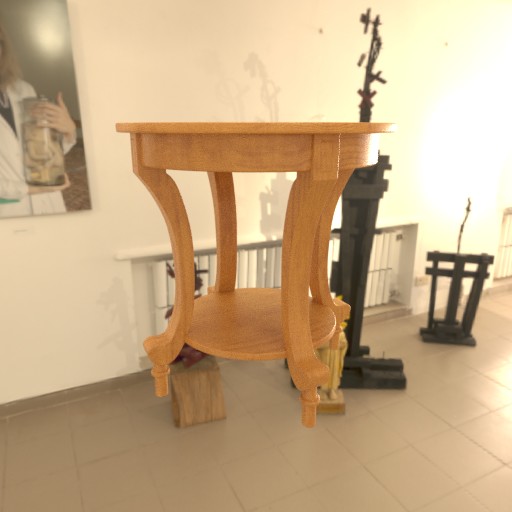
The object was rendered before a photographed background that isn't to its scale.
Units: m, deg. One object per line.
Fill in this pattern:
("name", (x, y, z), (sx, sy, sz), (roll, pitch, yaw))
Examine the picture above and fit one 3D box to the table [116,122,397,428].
("table", (0.000, 0.000, 1.068), (0.597, 0.612, 0.597), (0, 16, 0))
